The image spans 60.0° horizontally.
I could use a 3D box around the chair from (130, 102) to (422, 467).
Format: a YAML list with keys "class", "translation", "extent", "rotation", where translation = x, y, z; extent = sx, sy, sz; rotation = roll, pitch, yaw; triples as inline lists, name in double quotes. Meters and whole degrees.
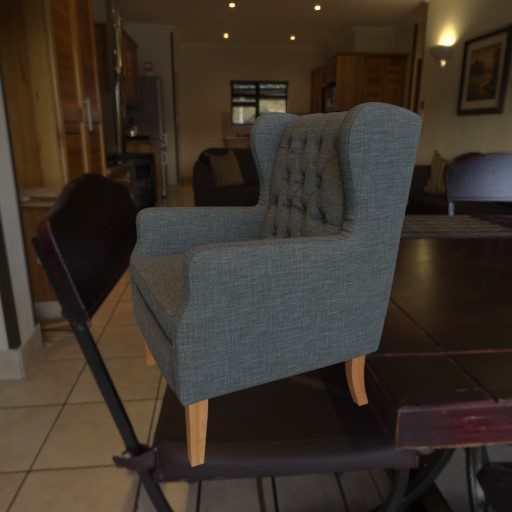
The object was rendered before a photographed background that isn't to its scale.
- class: "chair"
  translation: [0.000, 0.000, 1.487]
  extent: [0.775, 0.953, 0.711]
  rotation: [-7, 17, -24]
